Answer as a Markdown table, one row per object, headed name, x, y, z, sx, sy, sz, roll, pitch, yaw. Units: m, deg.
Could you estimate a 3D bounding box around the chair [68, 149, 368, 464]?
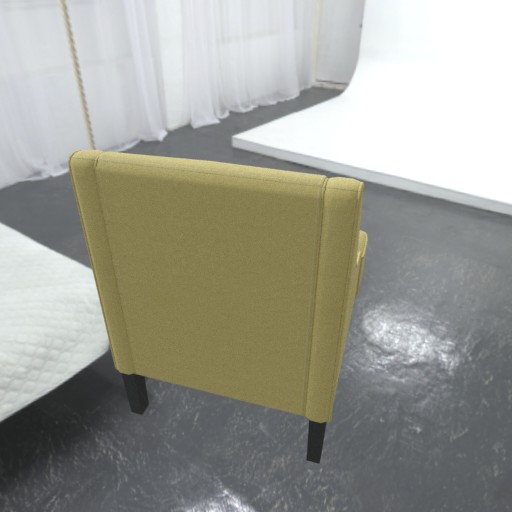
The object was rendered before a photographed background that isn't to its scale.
| name | x | y | z | sx | sy | sz | roll | pitch | yaw |
| --- | --- | --- | --- | --- | --- | --- | --- | --- | --- |
| chair | 0.000 | 0.000 | 1.490 | 0.696 | 0.896 | 0.814 | 9 | 33 | 14 |
